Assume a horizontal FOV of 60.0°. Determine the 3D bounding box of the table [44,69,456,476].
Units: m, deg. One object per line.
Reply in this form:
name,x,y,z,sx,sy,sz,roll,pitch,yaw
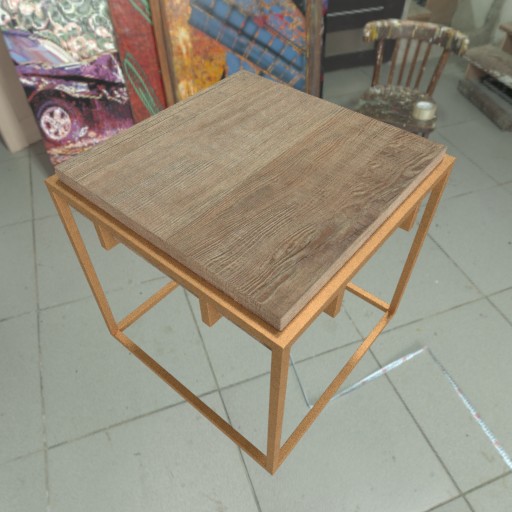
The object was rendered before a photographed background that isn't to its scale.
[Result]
table,0.000,0.000,1.098,0.599,0.584,0.599,31,54,26
